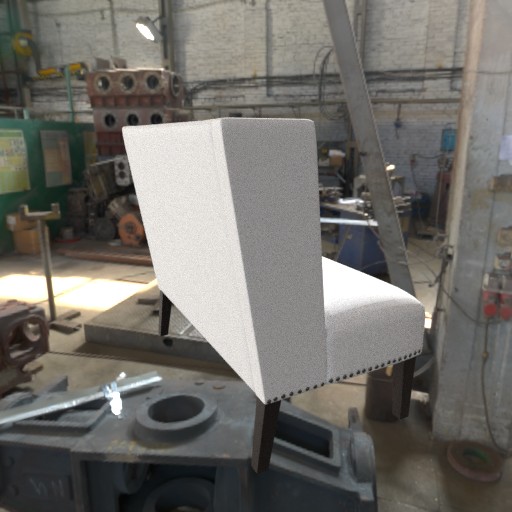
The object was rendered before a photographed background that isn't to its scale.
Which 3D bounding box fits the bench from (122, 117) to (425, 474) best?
[{"bbox_3d":[0.000,0.000,1.974,0.847,1.123,1.280,-8,17,-26],"label":"bench"}]
